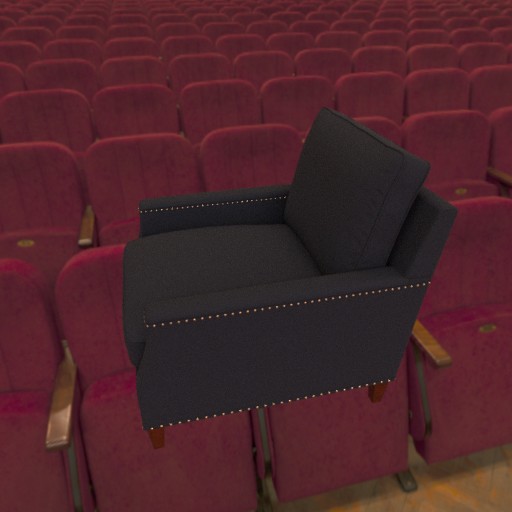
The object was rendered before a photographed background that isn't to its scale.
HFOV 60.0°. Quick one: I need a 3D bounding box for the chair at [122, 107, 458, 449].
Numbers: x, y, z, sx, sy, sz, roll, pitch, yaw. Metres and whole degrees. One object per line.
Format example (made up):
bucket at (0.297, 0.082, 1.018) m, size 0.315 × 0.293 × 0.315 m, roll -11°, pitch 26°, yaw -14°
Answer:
chair at (0.000, 0.000, 1.696) m, size 1.014 × 0.943 × 0.853 m, roll -7°, pitch 32°, yaw -12°
